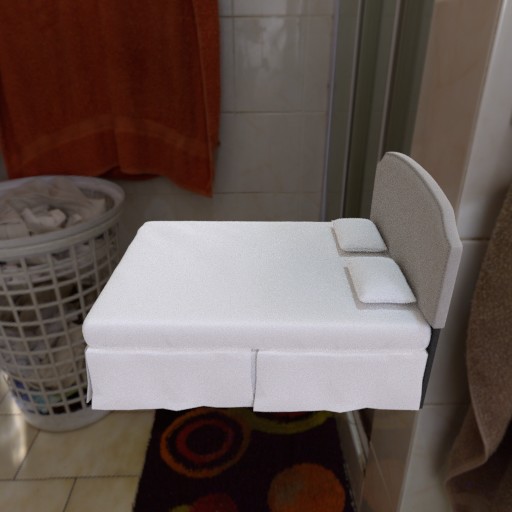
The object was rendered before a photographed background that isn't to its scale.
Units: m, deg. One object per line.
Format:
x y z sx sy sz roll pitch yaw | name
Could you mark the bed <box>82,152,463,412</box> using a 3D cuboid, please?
0.000 0.000 2.992 1.999 1.270 1.558 0 27 1 | bed
